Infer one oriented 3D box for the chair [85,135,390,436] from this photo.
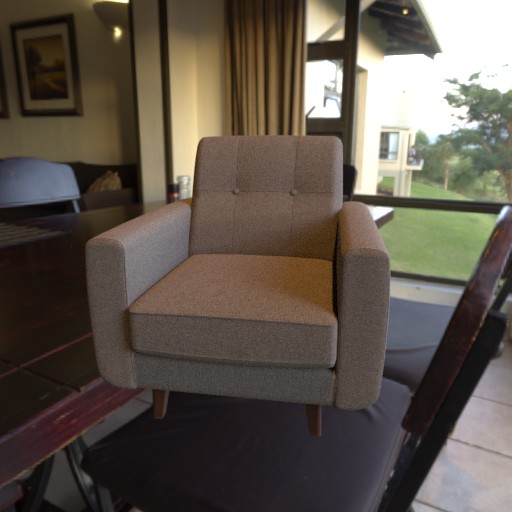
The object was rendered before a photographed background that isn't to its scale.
[{"bbox_3d":[0.000,0.000,1.585,0.831,0.839,0.907,2,15,9],"label":"chair"}]
